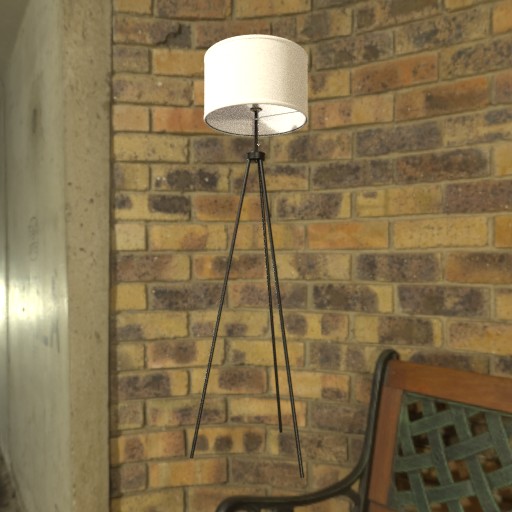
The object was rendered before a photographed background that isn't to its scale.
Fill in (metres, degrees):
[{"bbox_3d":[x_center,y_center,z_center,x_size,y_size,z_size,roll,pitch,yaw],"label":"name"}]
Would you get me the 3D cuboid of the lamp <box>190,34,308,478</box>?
[{"bbox_3d":[0.000,0.000,1.767,0.448,1.545,0.458,0,-1,17],"label":"lamp"}]
